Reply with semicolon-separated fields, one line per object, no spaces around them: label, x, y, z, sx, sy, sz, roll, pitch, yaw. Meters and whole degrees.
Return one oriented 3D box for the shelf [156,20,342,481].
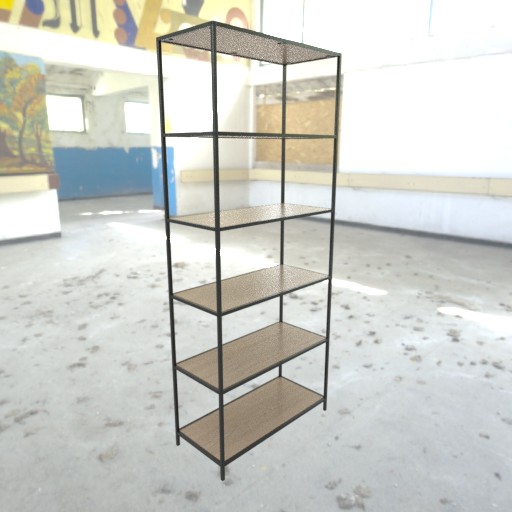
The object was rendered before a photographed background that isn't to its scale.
shelf;0.000;0.000;2.116;0.350;1.850;0.770;13;19;43
